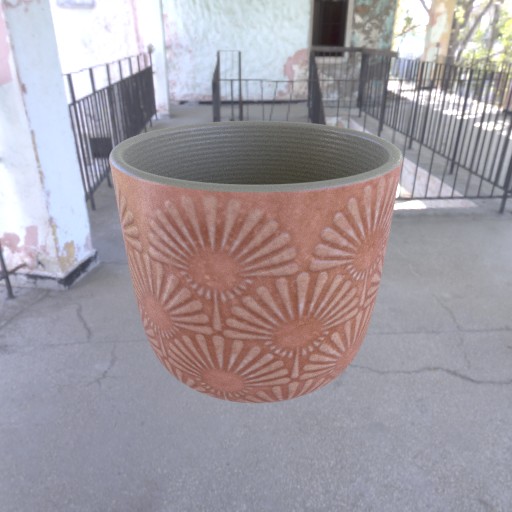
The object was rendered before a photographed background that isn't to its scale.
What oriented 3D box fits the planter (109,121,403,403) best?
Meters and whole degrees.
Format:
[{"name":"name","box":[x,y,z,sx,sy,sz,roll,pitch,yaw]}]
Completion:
[{"name":"planter","box":[0.000,0.000,0.218,0.124,0.109,0.124,0,26,0]}]
